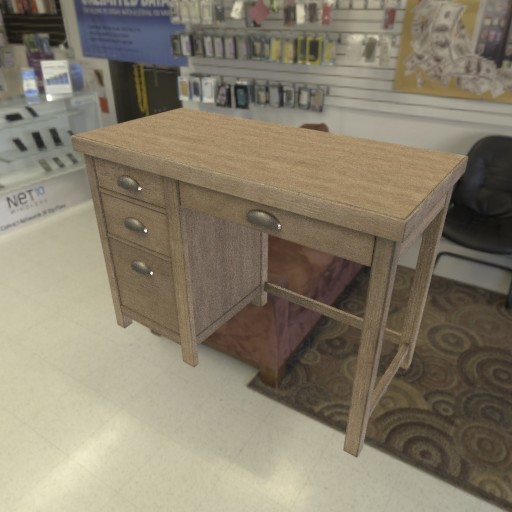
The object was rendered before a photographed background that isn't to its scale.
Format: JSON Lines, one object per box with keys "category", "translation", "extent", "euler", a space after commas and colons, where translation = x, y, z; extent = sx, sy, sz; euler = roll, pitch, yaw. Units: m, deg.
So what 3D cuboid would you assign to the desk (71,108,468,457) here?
{"category": "desk", "translation": [0.000, 0.000, 1.797], "extent": [1.289, 0.912, 0.610], "euler": [20, 36, 30]}
